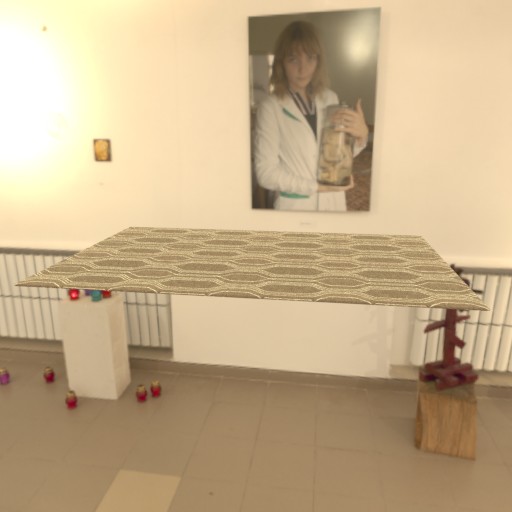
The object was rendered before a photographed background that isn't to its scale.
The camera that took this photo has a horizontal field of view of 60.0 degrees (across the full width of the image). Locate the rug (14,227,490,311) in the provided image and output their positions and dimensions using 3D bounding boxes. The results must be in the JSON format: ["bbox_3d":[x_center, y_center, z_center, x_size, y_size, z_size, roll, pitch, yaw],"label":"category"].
[{"bbox_3d":[0.000,0.000,2.989,2.457,0.012,1.541,2,16,8],"label":"rug"}]
